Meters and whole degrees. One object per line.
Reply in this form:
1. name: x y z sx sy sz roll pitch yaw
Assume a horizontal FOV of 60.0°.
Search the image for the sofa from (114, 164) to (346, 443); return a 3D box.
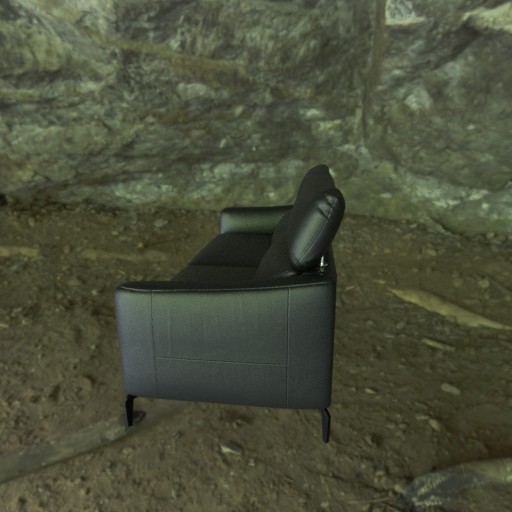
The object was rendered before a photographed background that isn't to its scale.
1. sofa: 0.000 0.000 2.542 0.856 0.957 2.069 2 15 7
